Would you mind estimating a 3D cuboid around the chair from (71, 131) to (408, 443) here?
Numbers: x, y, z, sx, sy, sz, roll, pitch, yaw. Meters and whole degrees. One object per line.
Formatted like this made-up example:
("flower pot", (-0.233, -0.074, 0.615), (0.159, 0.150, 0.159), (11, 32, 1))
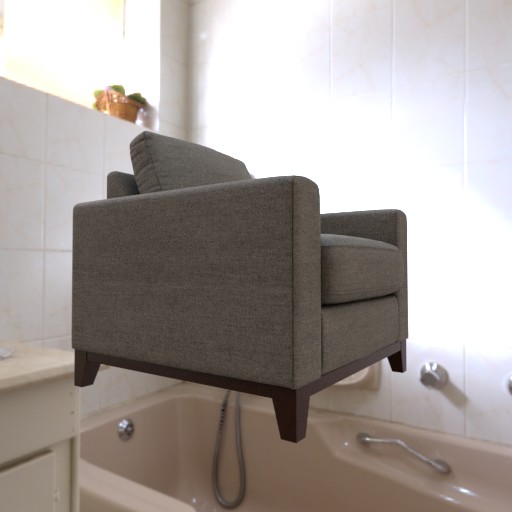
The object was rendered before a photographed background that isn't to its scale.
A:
("chair", (0.000, 0.000, 1.838), (1.038, 1.010, 1.024), (-1, -2, 35))
